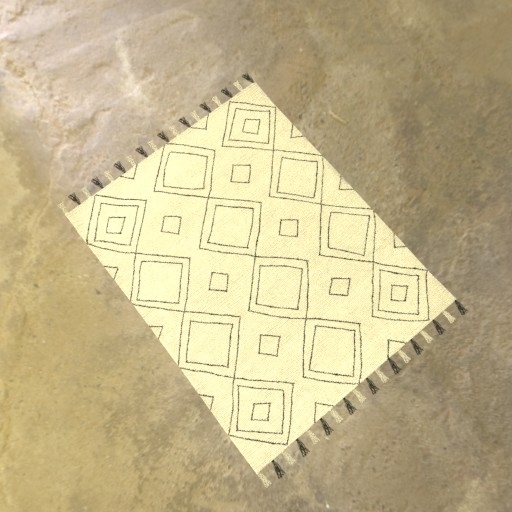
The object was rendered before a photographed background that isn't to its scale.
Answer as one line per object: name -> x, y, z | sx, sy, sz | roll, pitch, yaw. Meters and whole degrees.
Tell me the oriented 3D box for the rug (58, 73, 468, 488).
rug -> 0.000, 0.000, 4.145 | 2.342, 0.026, 3.221 | -38, 79, -9
